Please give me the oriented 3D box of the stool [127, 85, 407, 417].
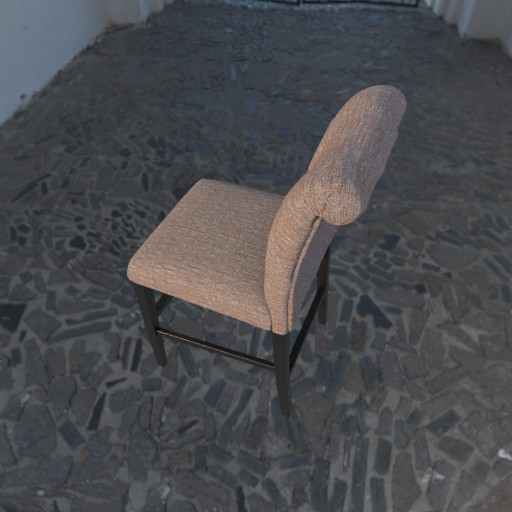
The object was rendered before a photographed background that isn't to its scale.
[{"bbox_3d":[0.000,0.000,1.317,0.611,0.970,0.457,17,49,16],"label":"stool"}]
